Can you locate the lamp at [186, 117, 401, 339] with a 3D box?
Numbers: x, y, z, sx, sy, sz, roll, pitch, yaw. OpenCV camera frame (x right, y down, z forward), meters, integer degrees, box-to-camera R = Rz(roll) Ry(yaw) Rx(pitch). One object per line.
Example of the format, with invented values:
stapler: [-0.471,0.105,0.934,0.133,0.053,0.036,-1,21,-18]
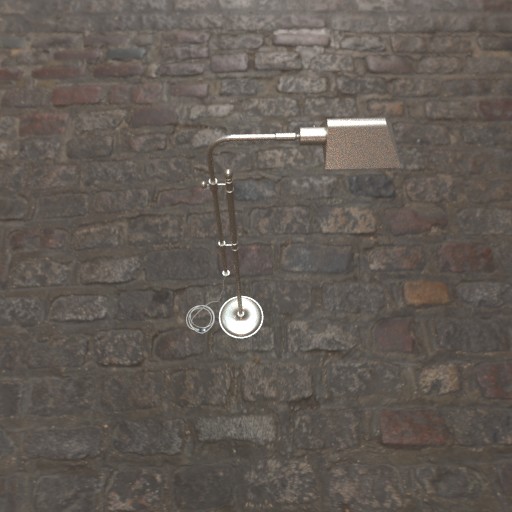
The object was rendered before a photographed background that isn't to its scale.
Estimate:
lamp: [0.000,0.000,1.890,0.813,1.571,0.256,-1,63,-1]
